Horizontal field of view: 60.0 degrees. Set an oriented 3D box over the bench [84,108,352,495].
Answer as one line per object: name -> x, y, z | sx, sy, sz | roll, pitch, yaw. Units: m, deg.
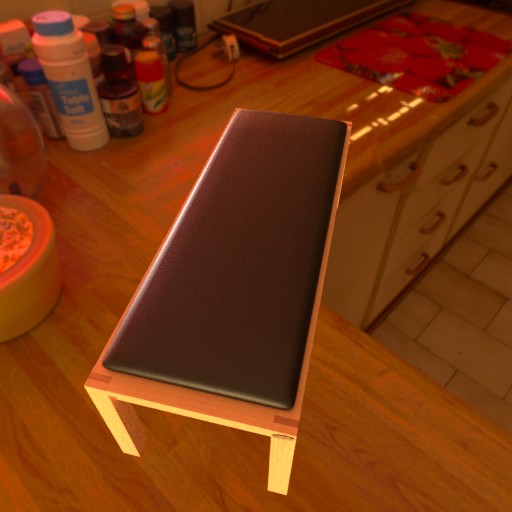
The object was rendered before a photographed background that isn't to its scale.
bench -> 0.000, 0.000, 1.408 | 0.450, 0.430, 1.202 | 10, 47, 9
